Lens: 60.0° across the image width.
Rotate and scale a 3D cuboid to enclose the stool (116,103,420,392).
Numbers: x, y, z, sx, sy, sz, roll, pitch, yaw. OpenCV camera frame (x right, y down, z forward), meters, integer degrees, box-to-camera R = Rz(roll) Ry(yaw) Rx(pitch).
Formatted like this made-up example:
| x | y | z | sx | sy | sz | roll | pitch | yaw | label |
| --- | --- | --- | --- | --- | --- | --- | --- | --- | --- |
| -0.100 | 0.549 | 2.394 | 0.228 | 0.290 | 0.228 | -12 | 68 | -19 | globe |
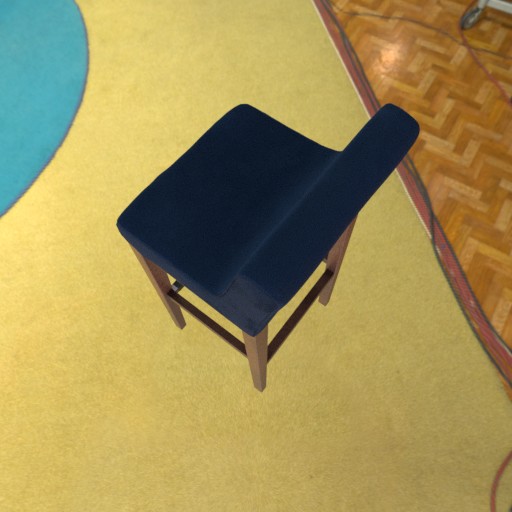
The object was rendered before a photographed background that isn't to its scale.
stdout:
| x | y | z | sx | sy | sz | roll | pitch | yaw | label |
| --- | --- | --- | --- | --- | --- | --- | --- | --- | --- |
| 0.000 | 0.000 | 1.328 | 0.500 | 1.037 | 0.511 | 34 | 68 | 16 | stool |
